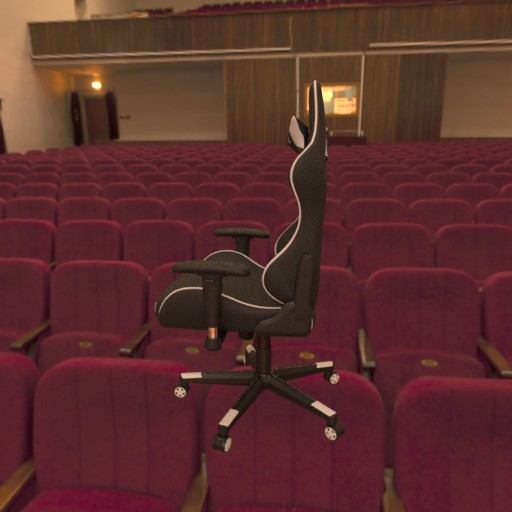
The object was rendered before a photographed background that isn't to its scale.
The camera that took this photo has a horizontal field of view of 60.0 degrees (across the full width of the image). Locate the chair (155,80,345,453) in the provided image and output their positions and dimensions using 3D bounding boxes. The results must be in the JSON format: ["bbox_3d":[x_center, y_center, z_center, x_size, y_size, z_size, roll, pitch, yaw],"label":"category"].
[{"bbox_3d":[0.000,0.000,1.688,0.700,1.240,0.700,2,14,8],"label":"chair"}]
